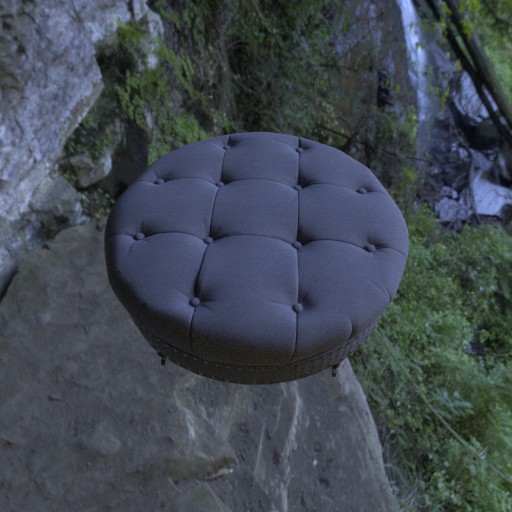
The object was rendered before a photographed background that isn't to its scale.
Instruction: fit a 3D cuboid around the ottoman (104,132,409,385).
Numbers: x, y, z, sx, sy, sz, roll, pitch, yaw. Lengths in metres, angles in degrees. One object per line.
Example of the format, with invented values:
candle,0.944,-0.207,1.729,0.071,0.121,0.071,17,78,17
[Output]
ottoman,0.000,0.000,1.420,0.901,0.439,0.901,0,47,0
